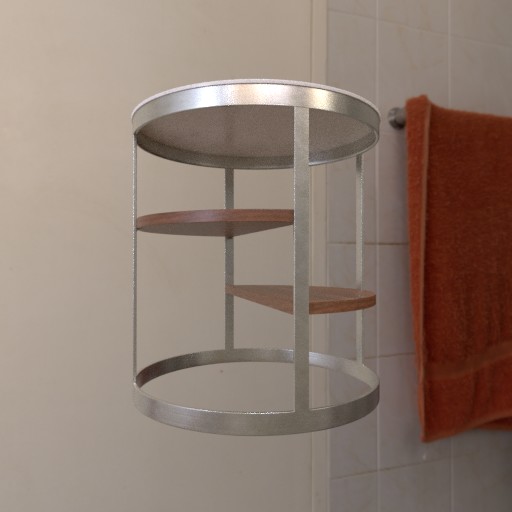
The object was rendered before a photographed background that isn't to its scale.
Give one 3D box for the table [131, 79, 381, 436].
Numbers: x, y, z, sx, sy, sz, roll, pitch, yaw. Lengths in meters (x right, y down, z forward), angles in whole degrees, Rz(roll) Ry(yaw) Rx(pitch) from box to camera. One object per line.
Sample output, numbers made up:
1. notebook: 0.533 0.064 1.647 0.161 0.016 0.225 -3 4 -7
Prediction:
1. table: 0.000 0.000 0.750 0.407 0.447 0.407 0 0 0
